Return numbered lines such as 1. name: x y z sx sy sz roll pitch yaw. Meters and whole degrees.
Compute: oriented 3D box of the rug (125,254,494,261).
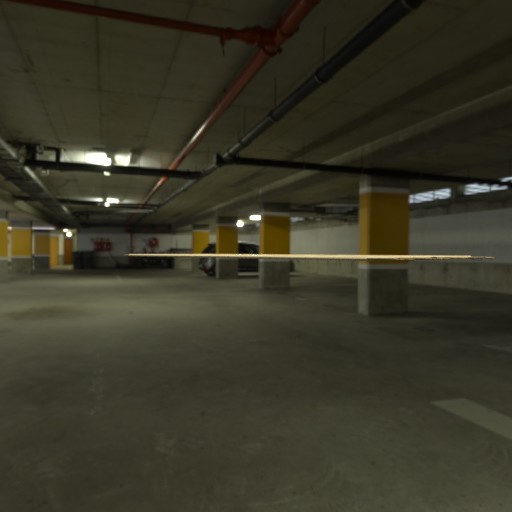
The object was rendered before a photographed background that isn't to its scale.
1. rug: 0.000 0.000 2.631 0.729 0.021 2.438 0 1 -37
